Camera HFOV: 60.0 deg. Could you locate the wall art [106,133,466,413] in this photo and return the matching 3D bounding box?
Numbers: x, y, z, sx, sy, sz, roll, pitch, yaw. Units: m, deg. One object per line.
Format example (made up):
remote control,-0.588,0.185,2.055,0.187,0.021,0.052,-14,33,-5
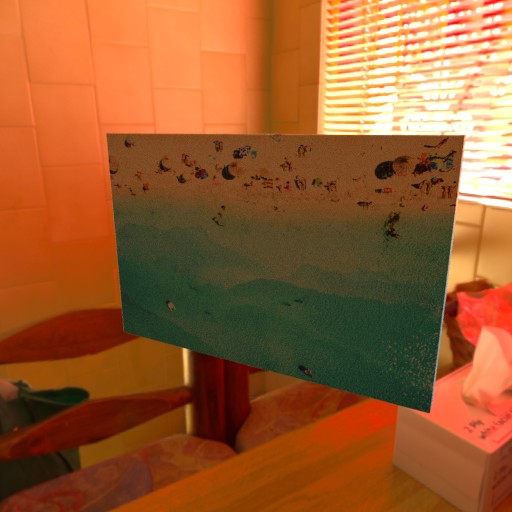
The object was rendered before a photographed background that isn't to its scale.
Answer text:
wall art,0.000,0.000,0.763,0.609,0.406,0.039,8,18,26
